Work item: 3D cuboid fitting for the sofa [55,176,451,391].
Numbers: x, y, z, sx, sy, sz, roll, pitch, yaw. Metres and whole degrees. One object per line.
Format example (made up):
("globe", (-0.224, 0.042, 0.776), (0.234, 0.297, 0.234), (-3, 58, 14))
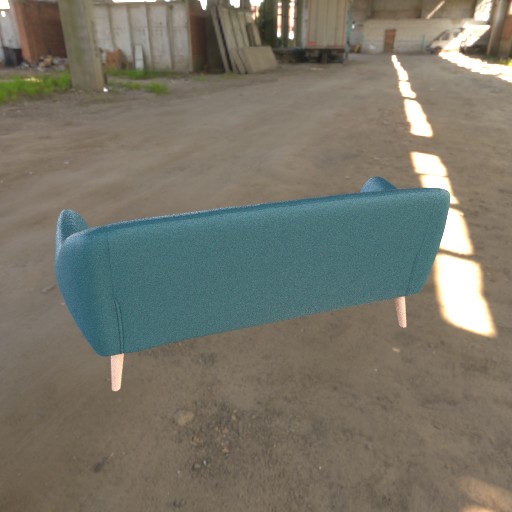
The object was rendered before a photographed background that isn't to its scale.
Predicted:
("sofa", (0.000, 0.000, 2.233), (1.840, 0.836, 0.820), (-9, 28, -16))
